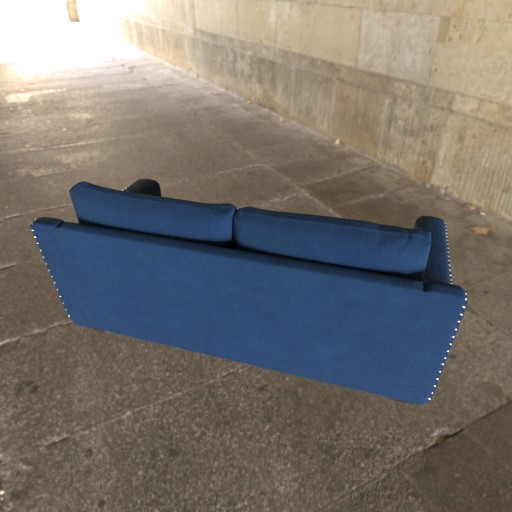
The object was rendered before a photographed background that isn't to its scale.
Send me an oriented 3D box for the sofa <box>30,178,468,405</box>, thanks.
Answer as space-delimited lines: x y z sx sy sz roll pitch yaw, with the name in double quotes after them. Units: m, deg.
0.000 0.000 2.630 2.107 0.983 1.104 10 34 15 "sofa"
